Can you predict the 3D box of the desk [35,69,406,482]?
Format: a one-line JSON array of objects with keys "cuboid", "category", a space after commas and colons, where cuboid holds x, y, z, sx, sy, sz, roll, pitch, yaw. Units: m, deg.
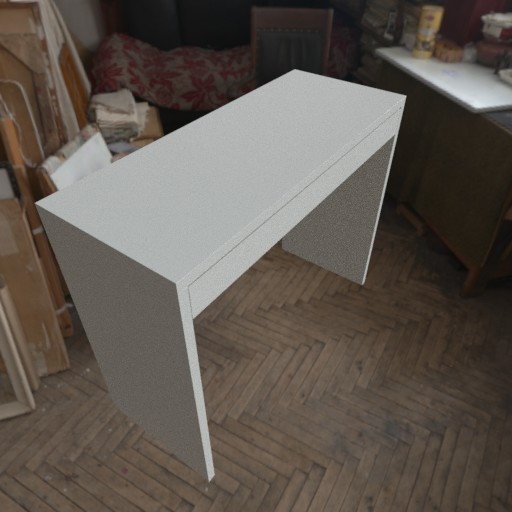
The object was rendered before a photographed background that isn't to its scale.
[{"cuboid": [0.000, 0.000, 1.388, 0.400, 0.790, 1.000, 26, 47, 26], "category": "desk"}]
